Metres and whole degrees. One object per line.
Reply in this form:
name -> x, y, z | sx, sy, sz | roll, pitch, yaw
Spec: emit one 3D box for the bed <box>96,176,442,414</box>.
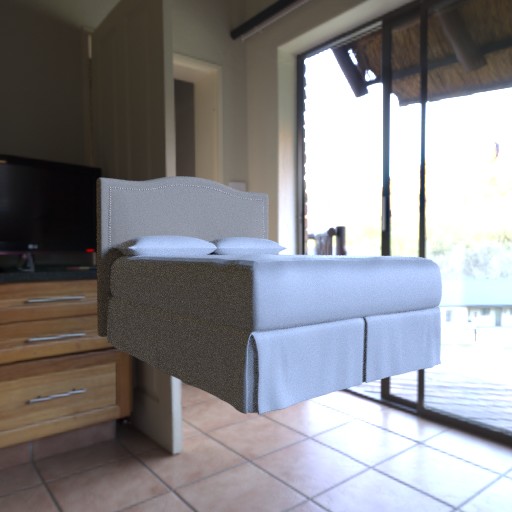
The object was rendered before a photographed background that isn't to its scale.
bed -> 0.000, 0.000, 3.216 | 1.678, 1.398, 2.052 | -1, 1, -36
